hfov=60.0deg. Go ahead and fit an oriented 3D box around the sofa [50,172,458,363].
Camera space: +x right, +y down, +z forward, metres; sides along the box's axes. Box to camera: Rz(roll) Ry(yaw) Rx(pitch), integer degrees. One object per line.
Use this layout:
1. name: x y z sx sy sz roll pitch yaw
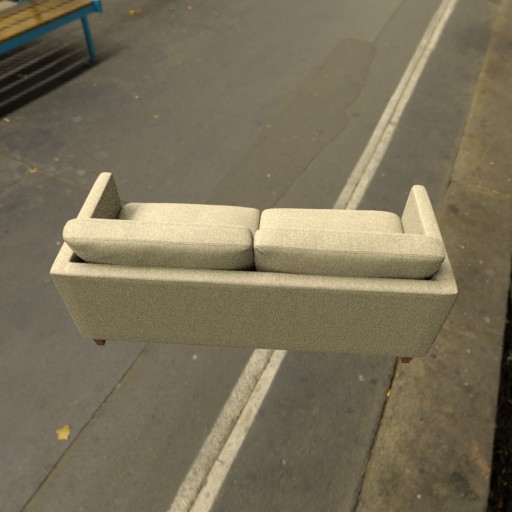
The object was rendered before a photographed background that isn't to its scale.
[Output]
1. sofa: 0.000 0.000 2.856 2.208 0.960 0.956 3 47 3
